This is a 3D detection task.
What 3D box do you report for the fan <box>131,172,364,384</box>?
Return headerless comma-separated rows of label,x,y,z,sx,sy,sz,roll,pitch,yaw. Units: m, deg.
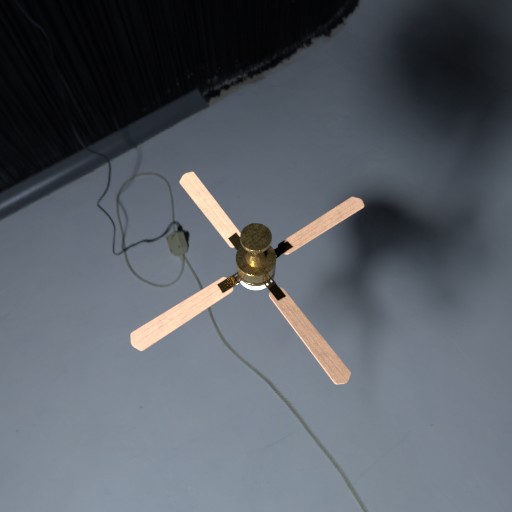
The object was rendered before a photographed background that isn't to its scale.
fan,0.000,0.000,2.008,1.320,0.355,1.320,-32,67,-15
